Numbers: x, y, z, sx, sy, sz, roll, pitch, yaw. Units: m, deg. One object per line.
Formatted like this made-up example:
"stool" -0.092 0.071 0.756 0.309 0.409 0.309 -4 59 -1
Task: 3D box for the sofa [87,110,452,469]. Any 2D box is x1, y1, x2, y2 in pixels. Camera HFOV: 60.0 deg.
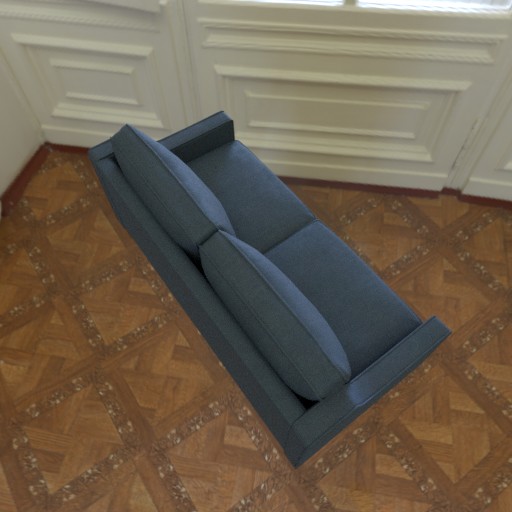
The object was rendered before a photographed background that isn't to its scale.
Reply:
"sofa" 0.000 0.000 2.801 1.066 1.071 2.178 -32 63 -18
